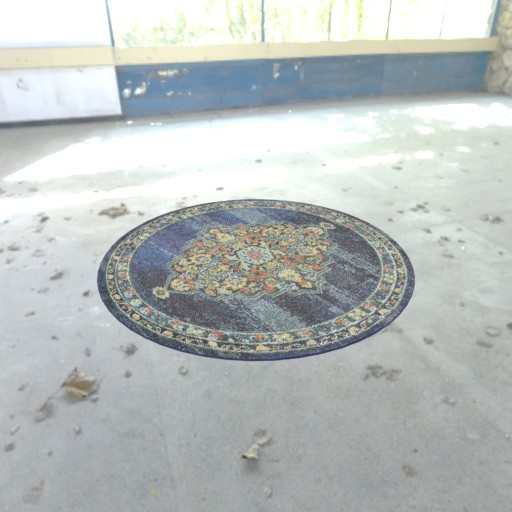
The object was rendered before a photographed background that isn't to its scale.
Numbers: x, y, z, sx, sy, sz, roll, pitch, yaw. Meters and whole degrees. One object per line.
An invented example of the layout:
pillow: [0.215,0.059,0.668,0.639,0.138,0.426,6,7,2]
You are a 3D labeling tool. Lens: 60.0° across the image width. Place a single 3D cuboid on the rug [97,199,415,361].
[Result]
rug: [0.000,0.000,3.485,2.386,0.014,2.386,0,29,0]
